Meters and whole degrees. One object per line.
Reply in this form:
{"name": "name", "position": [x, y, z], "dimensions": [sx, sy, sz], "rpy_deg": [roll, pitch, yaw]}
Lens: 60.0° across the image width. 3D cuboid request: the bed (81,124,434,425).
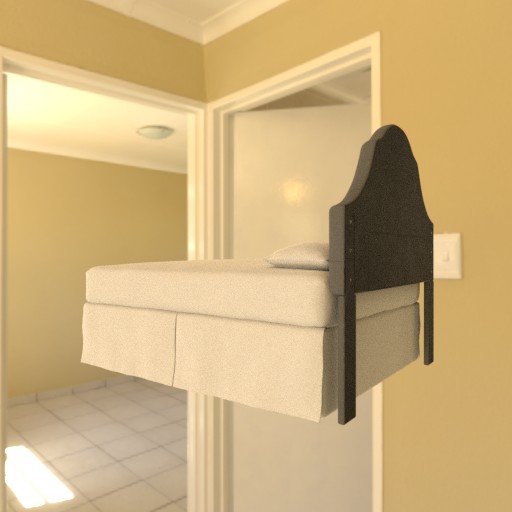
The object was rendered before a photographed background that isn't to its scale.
{"name": "bed", "position": [0.000, 0.000, 3.315], "dimensions": [2.155, 1.575, 1.636], "rpy_deg": [0, 0, 37]}
